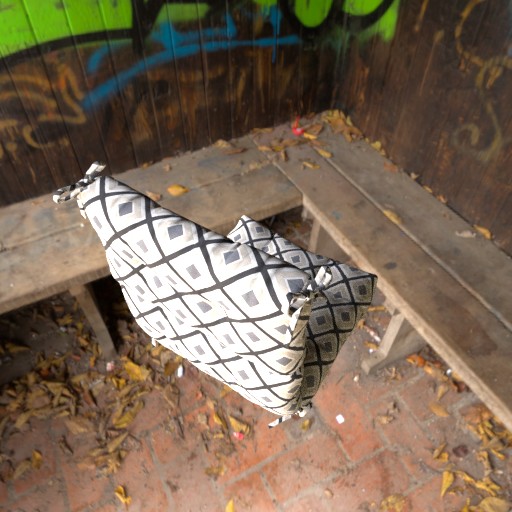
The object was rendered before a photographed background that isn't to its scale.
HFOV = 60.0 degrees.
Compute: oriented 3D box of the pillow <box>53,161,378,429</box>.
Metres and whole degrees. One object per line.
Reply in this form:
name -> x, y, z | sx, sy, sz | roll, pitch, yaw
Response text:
pillow -> 0.000, 0.000, 1.040 | 0.519, 0.605, 0.571 | 26, 53, 22
